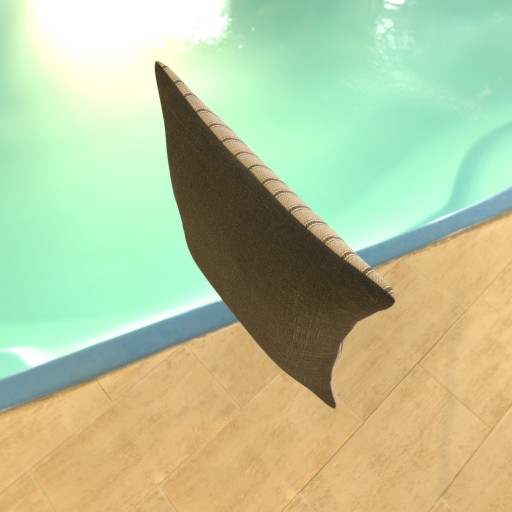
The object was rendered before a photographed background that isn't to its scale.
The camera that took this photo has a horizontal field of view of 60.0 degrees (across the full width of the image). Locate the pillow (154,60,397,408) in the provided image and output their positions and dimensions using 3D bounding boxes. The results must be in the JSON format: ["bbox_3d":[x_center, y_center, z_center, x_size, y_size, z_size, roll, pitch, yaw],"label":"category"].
[{"bbox_3d":[0.000,0.000,0.708,0.138,0.444,0.468,-32,63,-19],"label":"pillow"}]
